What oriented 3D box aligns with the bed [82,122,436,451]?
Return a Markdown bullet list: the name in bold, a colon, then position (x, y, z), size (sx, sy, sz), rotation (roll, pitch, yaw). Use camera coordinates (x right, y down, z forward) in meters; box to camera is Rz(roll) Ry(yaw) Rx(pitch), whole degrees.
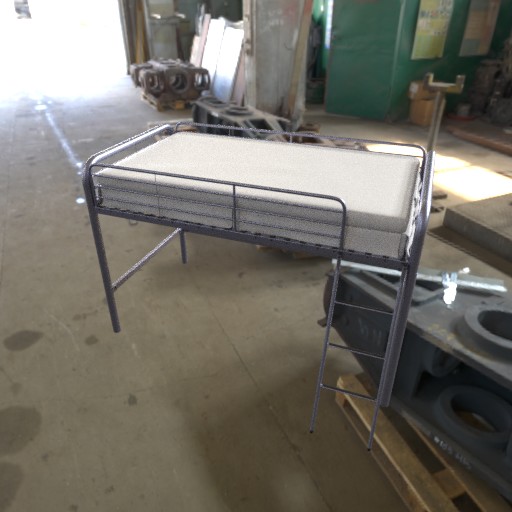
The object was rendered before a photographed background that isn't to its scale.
- **bed**: position (0.000, 0.000, 2.916), size (1.965, 1.288, 1.415), rotation (11, 32, 18)
